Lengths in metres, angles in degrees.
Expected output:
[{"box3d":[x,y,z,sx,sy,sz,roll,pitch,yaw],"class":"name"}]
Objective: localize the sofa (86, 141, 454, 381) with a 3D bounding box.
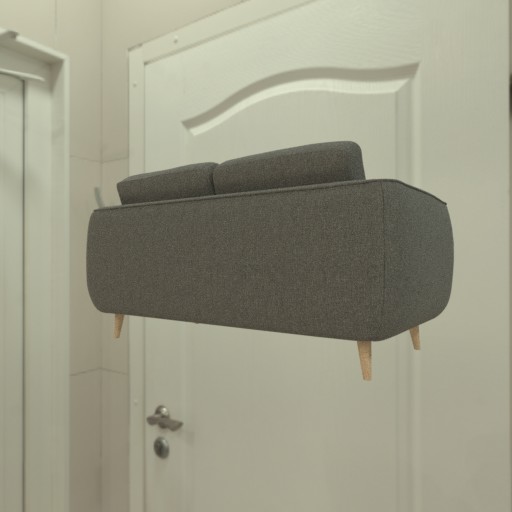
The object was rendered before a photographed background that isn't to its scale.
[{"box3d":[0.000,0.000,2.211,1.700,0.870,0.920,0,0,35],"class":"sofa"}]
